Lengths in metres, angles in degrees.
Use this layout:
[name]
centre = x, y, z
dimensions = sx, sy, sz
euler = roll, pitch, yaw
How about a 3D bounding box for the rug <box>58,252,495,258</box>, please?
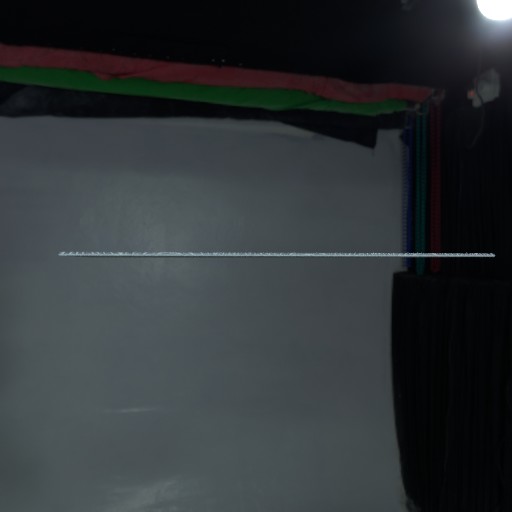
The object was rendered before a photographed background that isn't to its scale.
[rug]
centre = 0.000, 0.000, 4.080
dimensions = 3.042, 0.021, 2.456
euler = 0, 0, -17
